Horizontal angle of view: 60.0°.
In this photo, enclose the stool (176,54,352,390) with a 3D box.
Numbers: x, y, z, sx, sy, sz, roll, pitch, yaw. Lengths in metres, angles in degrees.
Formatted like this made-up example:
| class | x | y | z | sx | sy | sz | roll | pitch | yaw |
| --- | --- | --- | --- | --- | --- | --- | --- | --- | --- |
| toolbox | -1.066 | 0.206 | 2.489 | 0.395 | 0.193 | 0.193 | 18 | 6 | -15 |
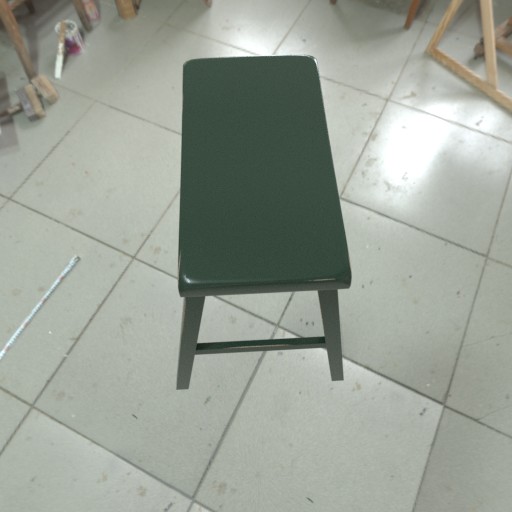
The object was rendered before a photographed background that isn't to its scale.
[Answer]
| class | x | y | z | sx | sy | sz | roll | pitch | yaw |
| --- | --- | --- | --- | --- | --- | --- | --- | --- | --- |
| stool | 0.000 | 0.000 | 1.029 | 0.476 | 0.737 | 0.457 | -3 | 64 | -1 |
